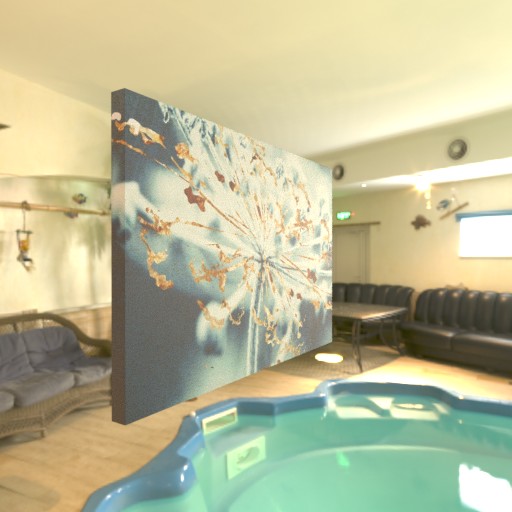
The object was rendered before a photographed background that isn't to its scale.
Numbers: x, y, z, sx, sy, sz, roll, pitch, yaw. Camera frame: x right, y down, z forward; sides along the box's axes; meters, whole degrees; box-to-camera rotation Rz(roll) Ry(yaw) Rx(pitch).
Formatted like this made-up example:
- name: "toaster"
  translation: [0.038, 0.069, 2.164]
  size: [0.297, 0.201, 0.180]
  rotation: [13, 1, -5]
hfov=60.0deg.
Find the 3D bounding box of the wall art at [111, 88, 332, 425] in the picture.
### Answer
- name: "wall art"
  translation: [0.000, 0.000, 1.189]
  size: [0.038, 0.608, 0.912]
  rotation: [0, 0, 34]
